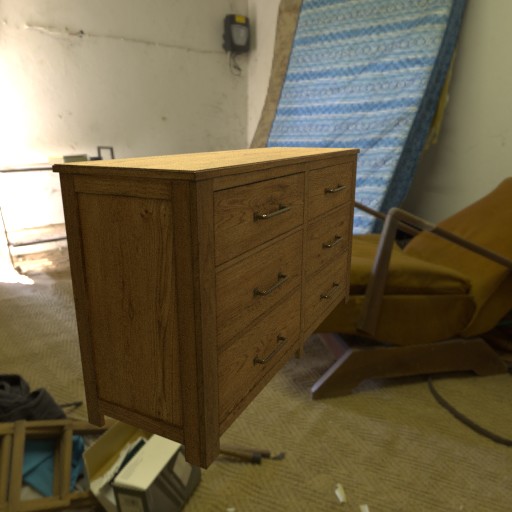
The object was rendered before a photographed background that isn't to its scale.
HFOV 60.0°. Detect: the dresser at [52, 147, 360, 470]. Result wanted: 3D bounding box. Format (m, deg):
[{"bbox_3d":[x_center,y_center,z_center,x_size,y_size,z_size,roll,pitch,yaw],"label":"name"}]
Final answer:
[{"bbox_3d":[0.000,0.000,2.074,0.563,0.932,1.657,8,18,26],"label":"dresser"}]
